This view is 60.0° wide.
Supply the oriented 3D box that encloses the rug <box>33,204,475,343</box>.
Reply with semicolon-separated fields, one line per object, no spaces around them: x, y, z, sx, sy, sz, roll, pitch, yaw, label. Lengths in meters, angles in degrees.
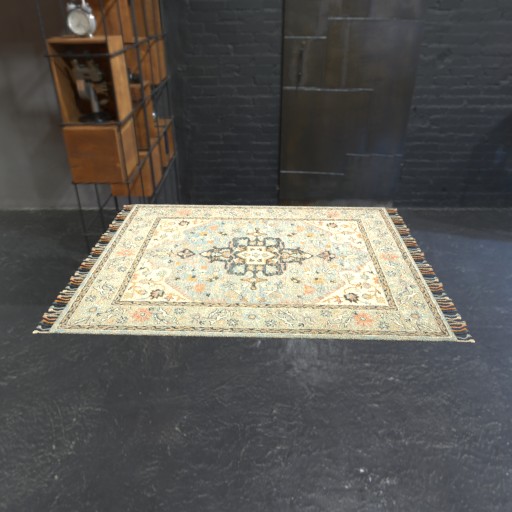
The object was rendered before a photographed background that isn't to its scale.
0.000;0.000;2.265;1.730;0.009;1.278;1;30;2;rug
